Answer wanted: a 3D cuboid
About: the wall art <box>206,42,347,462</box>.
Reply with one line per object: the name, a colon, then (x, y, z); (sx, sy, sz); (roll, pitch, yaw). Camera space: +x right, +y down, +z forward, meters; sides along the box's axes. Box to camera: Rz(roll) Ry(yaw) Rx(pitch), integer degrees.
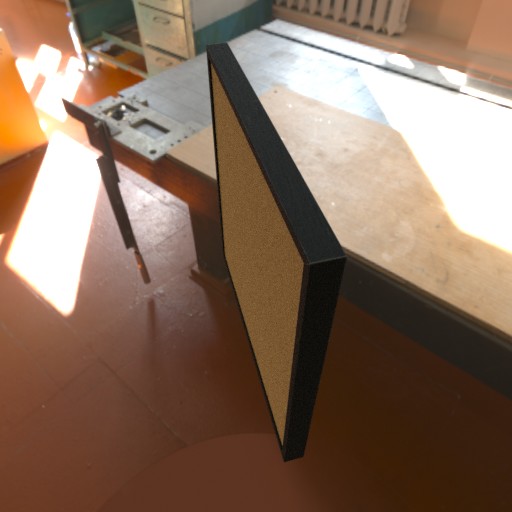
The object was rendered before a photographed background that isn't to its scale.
wall art: (0.000, 0.000, 0.748); (0.036, 0.506, 0.506); (-11, 48, -10)
